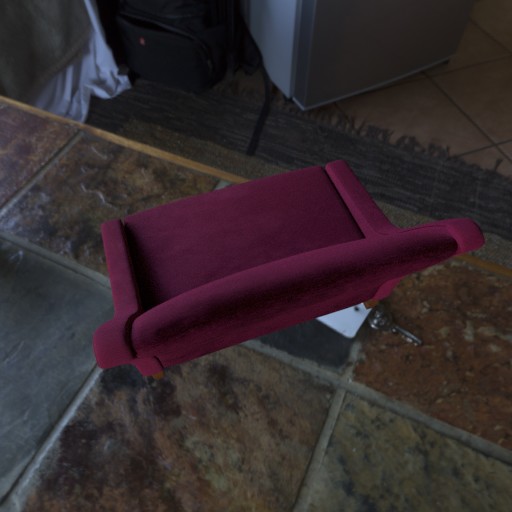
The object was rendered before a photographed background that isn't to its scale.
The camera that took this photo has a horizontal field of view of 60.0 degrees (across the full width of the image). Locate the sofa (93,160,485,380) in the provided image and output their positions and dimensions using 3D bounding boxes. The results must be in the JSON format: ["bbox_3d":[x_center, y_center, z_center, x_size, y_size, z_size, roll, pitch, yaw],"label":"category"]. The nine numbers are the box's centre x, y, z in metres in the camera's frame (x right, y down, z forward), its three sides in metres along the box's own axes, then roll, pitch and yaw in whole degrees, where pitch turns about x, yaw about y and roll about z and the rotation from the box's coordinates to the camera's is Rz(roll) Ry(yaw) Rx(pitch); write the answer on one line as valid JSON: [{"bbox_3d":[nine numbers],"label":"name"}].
[{"bbox_3d":[0.000,0.000,1.923,1.242,0.976,0.946,-17,59,-10],"label":"sofa"}]
